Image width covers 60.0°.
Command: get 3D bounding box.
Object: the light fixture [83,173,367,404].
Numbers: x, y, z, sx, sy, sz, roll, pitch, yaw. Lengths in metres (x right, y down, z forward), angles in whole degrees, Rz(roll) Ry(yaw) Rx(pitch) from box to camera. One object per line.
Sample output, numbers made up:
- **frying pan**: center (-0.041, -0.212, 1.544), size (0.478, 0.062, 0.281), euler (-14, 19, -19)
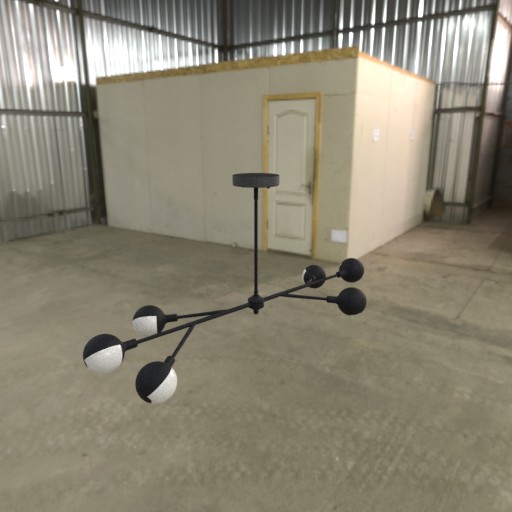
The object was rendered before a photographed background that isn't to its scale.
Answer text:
- **light fixture**: center (0.000, 0.000, 1.003), size (0.778, 0.362, 0.434), euler (-8, 18, -25)
